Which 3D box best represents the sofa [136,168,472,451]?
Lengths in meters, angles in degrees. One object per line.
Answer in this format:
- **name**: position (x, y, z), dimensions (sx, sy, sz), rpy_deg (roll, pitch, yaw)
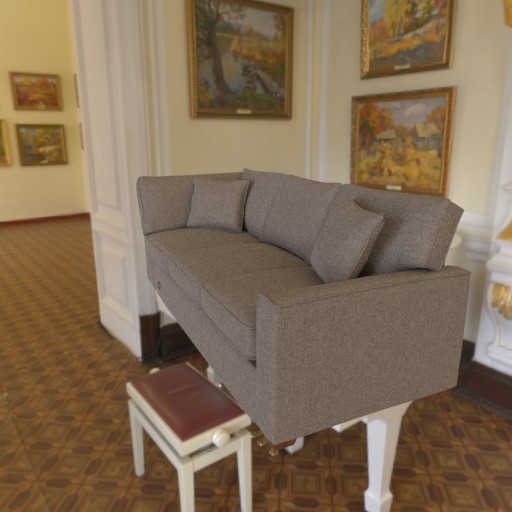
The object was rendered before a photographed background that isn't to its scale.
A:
- **sofa**: position (0.000, 0.000, 2.793), dimensions (1.061, 0.962, 2.317), rpy_deg (-7, 17, -24)
